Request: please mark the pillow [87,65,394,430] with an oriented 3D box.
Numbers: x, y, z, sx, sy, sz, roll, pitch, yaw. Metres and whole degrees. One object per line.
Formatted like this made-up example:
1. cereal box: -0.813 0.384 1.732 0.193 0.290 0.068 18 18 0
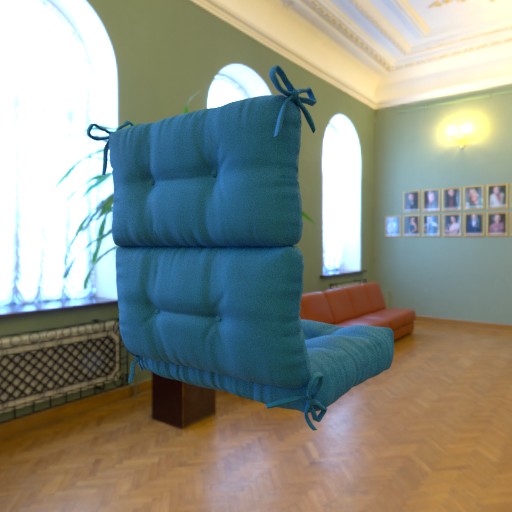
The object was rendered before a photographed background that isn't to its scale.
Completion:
1. pillow: 0.000 0.000 1.035 0.519 0.605 0.571 1 2 36
